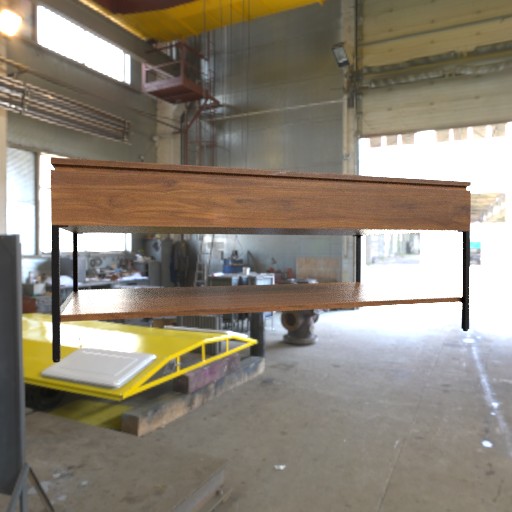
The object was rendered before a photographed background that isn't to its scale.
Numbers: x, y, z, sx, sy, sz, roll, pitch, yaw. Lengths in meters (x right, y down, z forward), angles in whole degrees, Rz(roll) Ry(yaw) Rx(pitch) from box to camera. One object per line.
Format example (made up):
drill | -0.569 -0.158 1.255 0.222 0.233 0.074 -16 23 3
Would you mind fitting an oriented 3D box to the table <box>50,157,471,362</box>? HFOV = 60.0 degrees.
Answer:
table | 0.000 0.000 1.328 1.057 0.414 0.574 0 1 -18
